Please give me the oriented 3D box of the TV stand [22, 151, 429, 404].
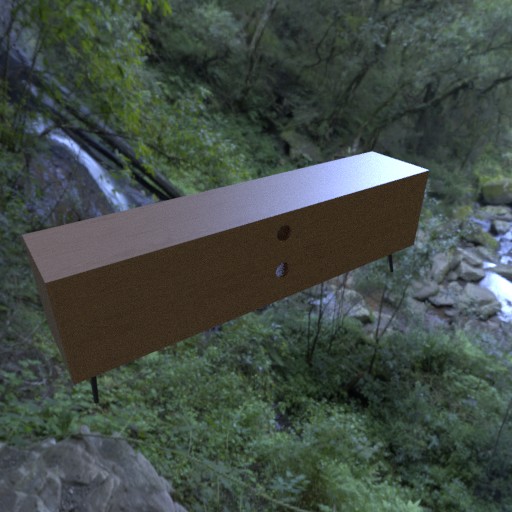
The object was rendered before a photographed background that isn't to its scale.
[{"bbox_3d":[0.000,0.000,2.009,1.760,0.580,0.400,-19,35,-29],"label":"TV stand"}]
